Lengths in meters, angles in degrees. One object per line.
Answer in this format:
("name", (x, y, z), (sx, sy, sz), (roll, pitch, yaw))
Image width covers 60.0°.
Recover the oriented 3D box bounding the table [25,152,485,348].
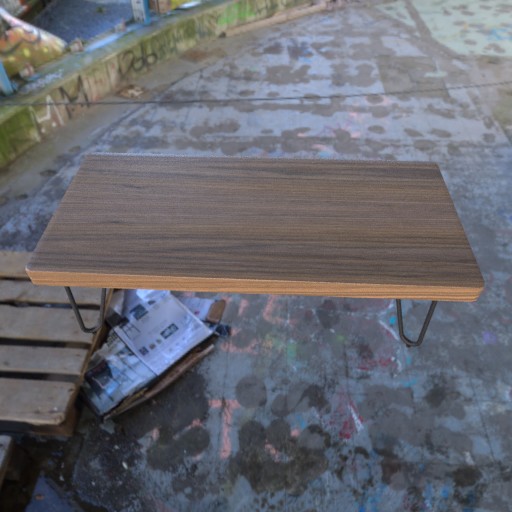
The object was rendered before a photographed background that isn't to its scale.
("table", (0.000, 0.000, 1.693), (1.375, 0.468, 0.637), (2, 46, 2))
